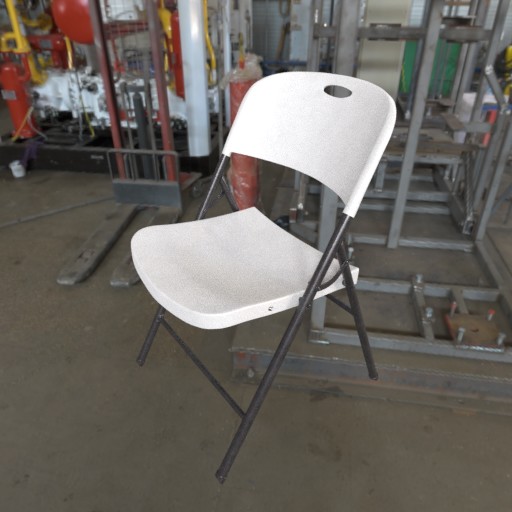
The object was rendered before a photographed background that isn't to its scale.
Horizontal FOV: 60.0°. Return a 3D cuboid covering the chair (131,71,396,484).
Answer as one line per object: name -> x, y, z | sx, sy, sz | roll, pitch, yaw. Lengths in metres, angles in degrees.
chair -> 0.000, 0.000, 1.131 | 0.566, 0.810, 0.494 | -21, 37, -30
